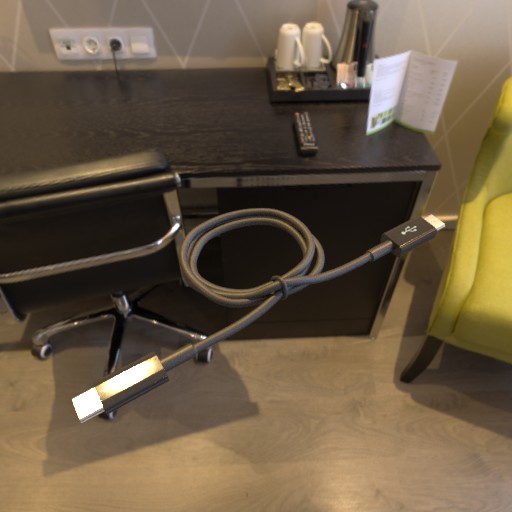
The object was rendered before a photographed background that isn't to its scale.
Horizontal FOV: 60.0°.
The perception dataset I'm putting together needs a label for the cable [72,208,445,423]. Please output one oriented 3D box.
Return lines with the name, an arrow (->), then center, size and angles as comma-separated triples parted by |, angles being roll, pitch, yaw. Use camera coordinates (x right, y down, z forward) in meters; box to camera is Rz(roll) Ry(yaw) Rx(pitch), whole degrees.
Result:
cable -> 0.000, 0.000, 0.212 | 0.192, 0.014, 0.070 | -25, 52, -22
